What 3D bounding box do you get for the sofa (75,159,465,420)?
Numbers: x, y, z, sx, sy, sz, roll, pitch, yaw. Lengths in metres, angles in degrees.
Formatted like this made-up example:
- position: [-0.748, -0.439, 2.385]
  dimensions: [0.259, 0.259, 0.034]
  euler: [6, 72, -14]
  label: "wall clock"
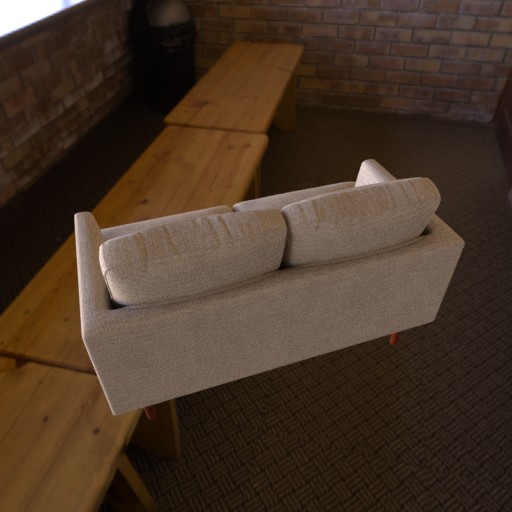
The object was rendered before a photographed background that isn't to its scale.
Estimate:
- position: [0.000, 0.000, 2.121]
  dimensions: [1.582, 0.944, 0.903]
  euler: [-13, 43, -14]
  label: "sofa"
